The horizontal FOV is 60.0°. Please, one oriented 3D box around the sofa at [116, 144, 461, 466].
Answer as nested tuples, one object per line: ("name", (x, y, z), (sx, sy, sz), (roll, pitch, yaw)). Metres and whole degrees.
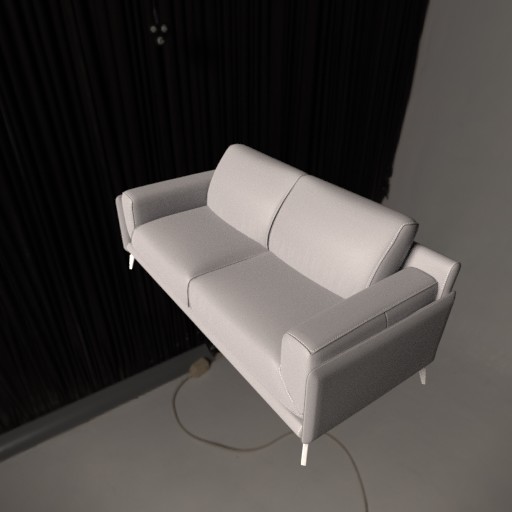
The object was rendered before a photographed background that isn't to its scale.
("sofa", (0.000, 0.000, 2.684), (0.969, 0.900, 2.100), (-20, 36, -30))
